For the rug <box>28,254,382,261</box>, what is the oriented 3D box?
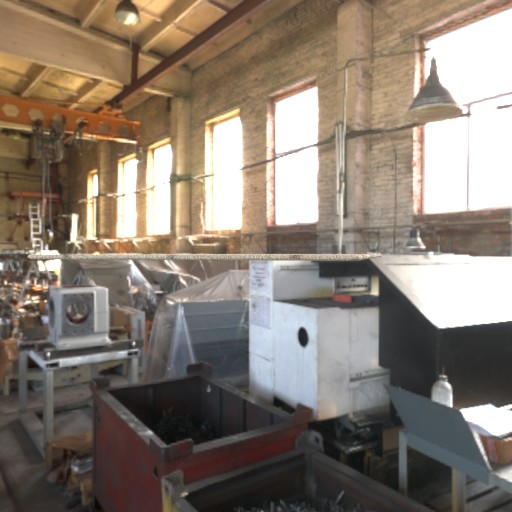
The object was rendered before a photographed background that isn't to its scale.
[{"bbox_3d":[0.000,0.000,3.449,1.801,0.026,2.701,0,0,18],"label":"rug"}]
